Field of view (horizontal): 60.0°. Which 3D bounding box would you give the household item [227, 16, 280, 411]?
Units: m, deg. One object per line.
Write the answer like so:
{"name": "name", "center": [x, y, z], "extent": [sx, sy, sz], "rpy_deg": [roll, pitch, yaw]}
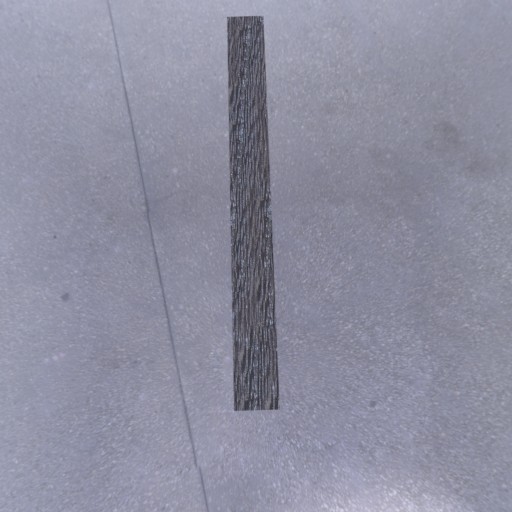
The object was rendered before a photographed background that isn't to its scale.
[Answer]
{"name": "household item", "center": [0.000, 0.000, 0.273], "extent": [0.020, 0.210, 0.160], "rpy_deg": [-2, 76, 0]}
